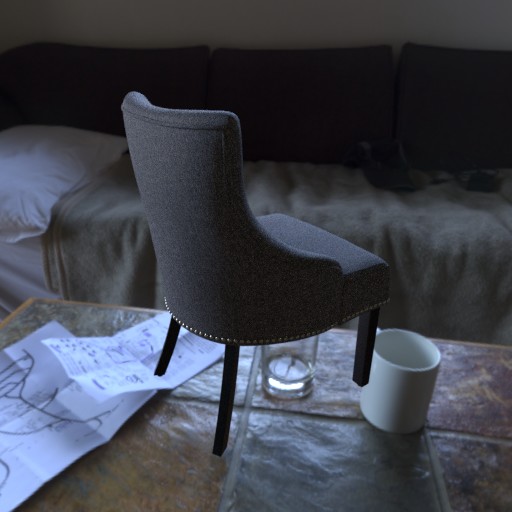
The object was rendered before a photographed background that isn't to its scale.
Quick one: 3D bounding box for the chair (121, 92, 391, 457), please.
[{"bbox_3d":[0.000,0.000,1.315,0.629,0.909,0.566,-17,31,-32],"label":"chair"}]
